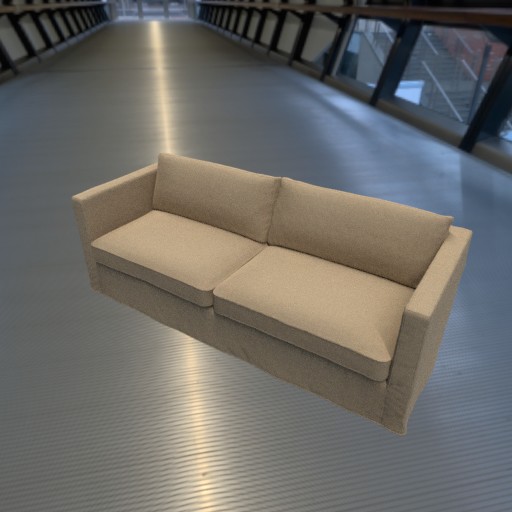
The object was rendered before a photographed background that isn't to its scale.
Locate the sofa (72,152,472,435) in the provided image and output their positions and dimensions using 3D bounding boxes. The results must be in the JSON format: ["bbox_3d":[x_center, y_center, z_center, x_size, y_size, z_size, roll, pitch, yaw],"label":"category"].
[{"bbox_3d":[0.000,0.000,2.799,2.312,0.853,0.962,18,36,28],"label":"sofa"}]
